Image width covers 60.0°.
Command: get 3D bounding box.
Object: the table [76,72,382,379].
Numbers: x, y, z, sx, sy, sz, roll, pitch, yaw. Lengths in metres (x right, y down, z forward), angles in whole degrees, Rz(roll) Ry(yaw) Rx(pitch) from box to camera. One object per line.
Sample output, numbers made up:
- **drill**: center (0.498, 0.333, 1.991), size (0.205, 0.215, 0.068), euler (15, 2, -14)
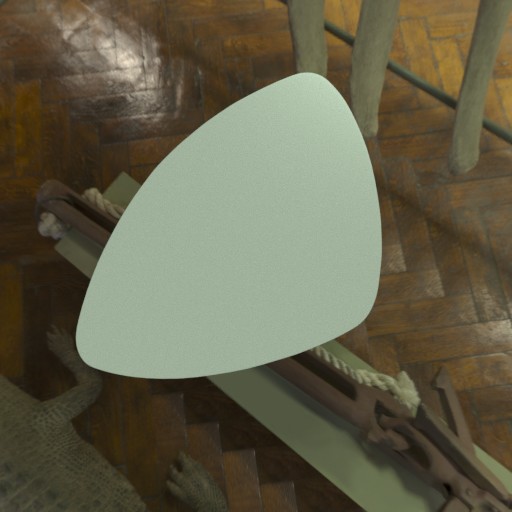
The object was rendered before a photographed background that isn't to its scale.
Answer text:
- **table**: center (0.000, 0.000, 1.658), size (0.850, 0.440, 1.250), euler (37, 80, 8)
